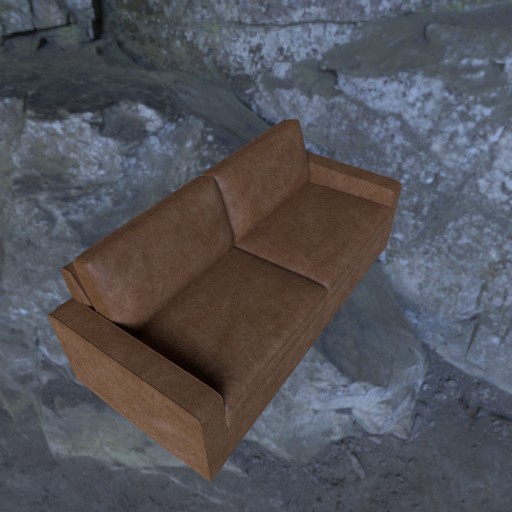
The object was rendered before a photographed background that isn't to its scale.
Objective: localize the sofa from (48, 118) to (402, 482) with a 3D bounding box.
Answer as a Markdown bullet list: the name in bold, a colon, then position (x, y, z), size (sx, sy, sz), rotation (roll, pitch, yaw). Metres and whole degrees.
- **sofa**: position (0.000, 0.000, 2.639), size (0.991, 0.928, 2.156), rotation (25, 47, 25)
